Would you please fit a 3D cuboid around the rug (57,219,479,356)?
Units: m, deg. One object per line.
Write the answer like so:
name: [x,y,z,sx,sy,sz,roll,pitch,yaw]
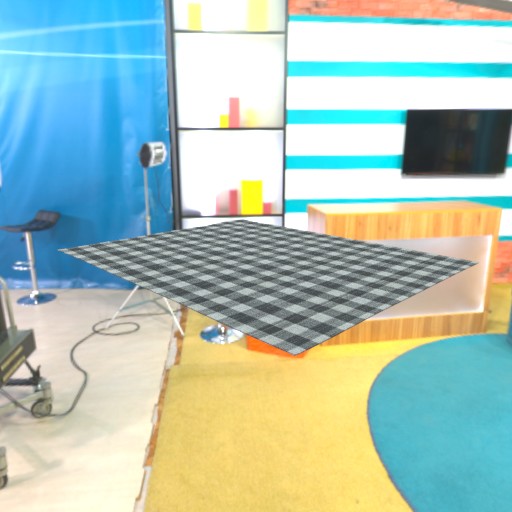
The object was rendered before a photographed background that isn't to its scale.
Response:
rug: [0.000,0.000,4.048,2.432,0.013,3.021,-14,20,-43]
